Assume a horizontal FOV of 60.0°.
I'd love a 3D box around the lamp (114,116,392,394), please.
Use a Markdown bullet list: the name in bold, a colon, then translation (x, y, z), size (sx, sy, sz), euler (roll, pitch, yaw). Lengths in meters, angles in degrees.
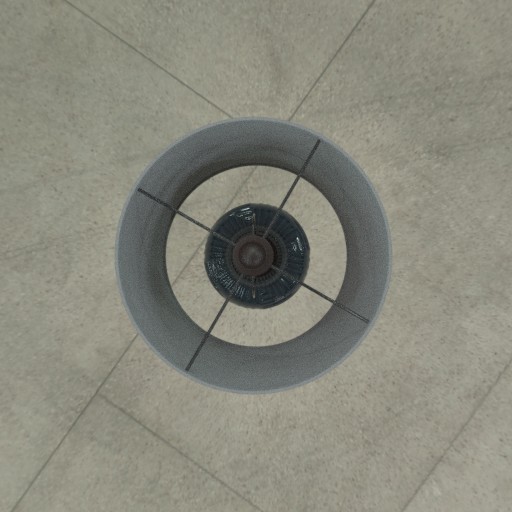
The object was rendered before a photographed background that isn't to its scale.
- **lamp**: translation (0.000, 0.000, 0.754), size (0.318, 0.567, 0.318), euler (0, 90, 1)
